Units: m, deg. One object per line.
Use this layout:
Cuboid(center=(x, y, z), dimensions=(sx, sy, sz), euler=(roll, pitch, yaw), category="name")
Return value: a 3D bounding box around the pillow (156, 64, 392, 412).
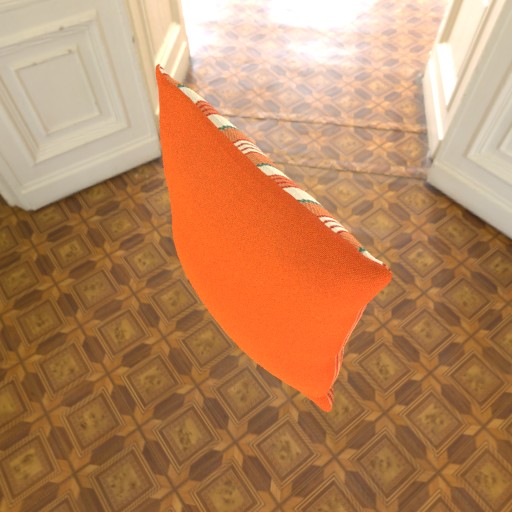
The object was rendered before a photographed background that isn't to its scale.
Cuboid(center=(0.000, 0.000, 0.683), dimensions=(0.182, 0.441, 0.440), euler=(-33, 62, -20), category="pillow")
